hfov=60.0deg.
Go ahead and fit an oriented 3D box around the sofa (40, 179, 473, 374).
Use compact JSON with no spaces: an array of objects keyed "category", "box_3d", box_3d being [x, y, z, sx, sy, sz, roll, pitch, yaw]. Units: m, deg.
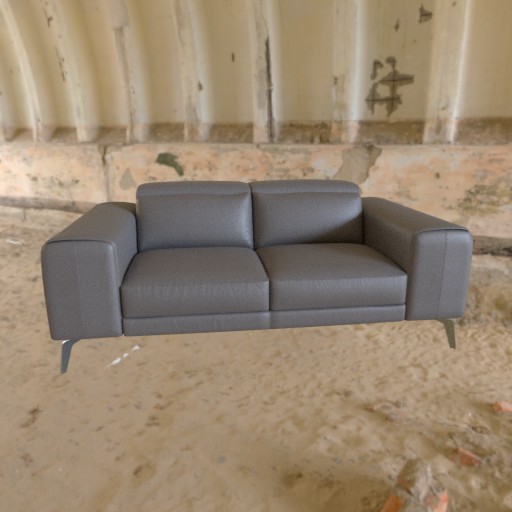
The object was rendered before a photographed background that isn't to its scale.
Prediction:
[{"category":"sofa","box_3d":[0.000,0.000,2.447,1.930,0.753,1.024,-2,16,-7]}]
